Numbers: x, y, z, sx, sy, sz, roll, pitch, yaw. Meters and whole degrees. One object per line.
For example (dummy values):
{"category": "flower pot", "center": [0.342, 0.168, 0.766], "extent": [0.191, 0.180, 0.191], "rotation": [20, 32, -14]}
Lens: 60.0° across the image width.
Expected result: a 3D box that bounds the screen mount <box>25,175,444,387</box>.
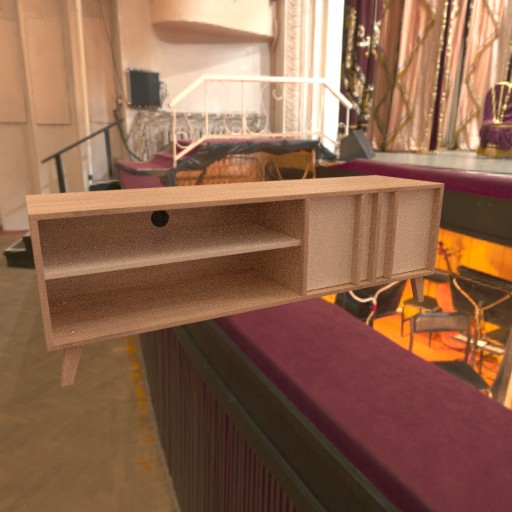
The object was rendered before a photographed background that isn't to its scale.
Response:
{"category": "screen mount", "center": [0.000, 0.000, 1.686], "extent": [1.500, 0.510, 0.400], "rotation": [-8, 18, -26]}
